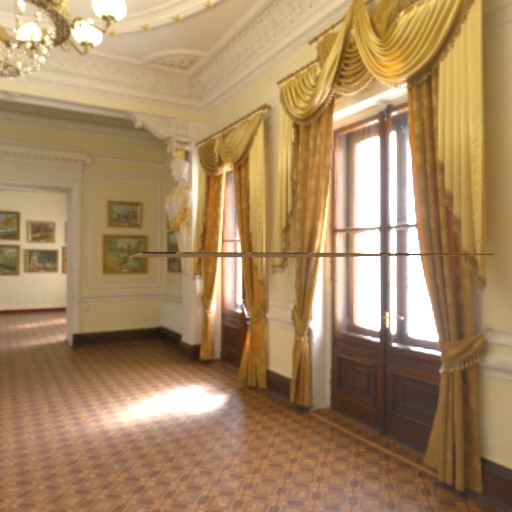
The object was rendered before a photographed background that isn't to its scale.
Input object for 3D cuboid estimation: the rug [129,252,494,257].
[{"bbox_3d":[0.000,0.000,2.848,1.521,0.006,2.284,0,-1,-17],"label":"rug"}]
